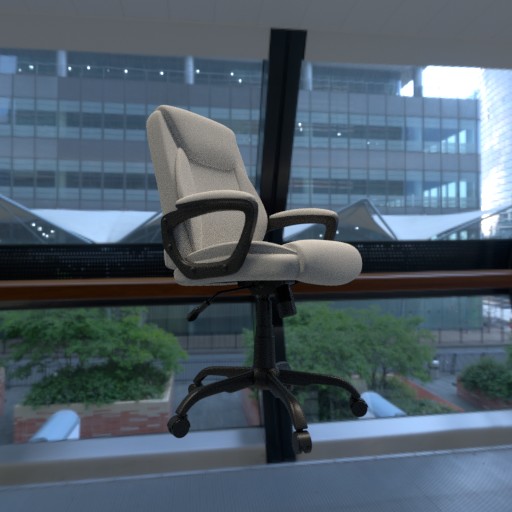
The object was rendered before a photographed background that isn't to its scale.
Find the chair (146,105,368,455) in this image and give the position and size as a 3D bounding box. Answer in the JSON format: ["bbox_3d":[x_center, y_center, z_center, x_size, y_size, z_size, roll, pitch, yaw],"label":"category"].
[{"bbox_3d":[0.000,0.000,1.512,0.669,1.065,0.663,-1,-1,37],"label":"chair"}]
